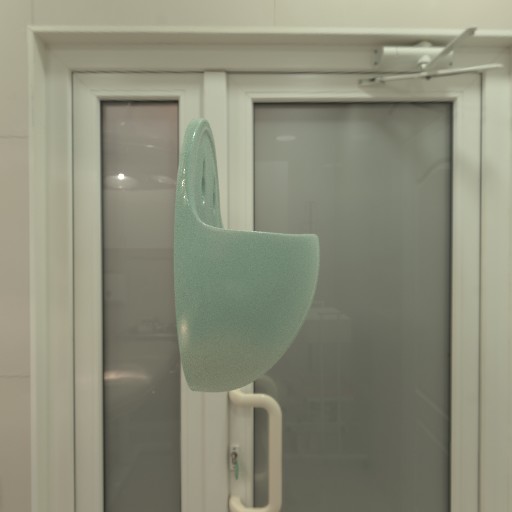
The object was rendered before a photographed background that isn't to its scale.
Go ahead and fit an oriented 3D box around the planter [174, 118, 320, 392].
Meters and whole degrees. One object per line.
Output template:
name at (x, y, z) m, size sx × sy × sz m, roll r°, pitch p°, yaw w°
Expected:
planter at (0.000, 0.000, 0.280) m, size 0.073 × 0.164 × 0.189 m, roll 0°, pitch 1°, yaw 0°
